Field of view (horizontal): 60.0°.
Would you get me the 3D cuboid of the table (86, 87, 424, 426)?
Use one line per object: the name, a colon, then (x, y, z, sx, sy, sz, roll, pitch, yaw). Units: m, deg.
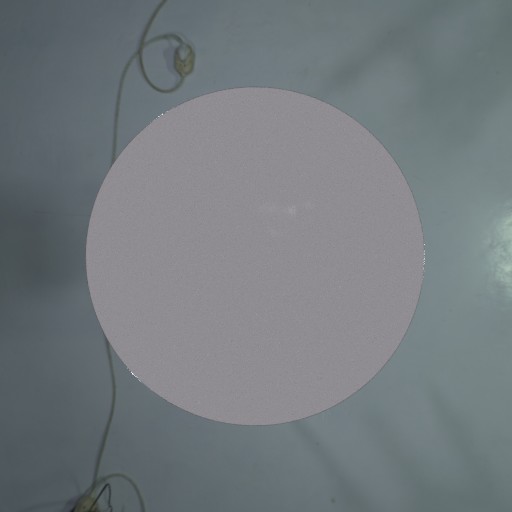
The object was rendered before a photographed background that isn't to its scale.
table: (0.000, 0.000, 0.872, 0.499, 0.443, 0.499, 0, 90, 1)
